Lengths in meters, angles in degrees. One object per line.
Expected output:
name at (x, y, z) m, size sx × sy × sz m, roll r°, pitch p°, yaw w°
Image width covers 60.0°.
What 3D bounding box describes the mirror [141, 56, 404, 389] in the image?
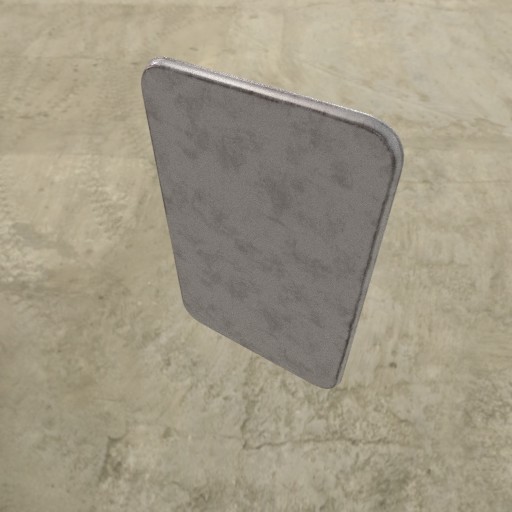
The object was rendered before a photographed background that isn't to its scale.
mirror at (0.000, 0.000, 0.894) m, size 0.461 × 0.713 × 0.024 m, roll 24°, pitch 51°, yaw 21°
